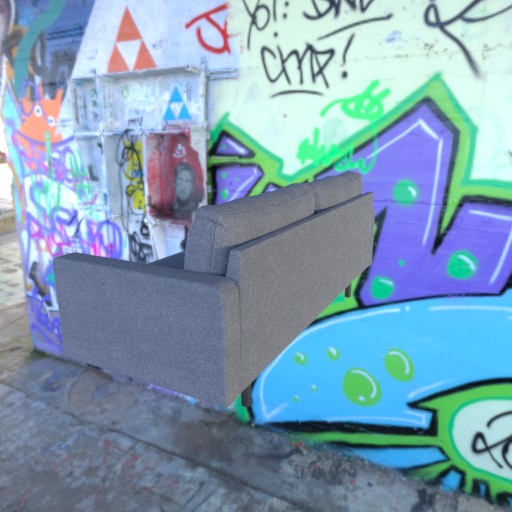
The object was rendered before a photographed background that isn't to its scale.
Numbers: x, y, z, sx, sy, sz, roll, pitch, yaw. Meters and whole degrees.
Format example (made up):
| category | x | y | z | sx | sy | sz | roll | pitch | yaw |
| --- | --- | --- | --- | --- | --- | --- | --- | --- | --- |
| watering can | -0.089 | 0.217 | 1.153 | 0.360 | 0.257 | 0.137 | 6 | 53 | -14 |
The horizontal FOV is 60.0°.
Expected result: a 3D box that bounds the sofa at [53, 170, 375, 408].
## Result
| category | x | y | z | sx | sy | sz | roll | pitch | yaw |
| --- | --- | --- | --- | --- | --- | --- | --- | --- | --- |
| sofa | 0.000 | 0.000 | 2.584 | 0.880 | 0.880 | 2.100 | 8 | 17 | 27 |
